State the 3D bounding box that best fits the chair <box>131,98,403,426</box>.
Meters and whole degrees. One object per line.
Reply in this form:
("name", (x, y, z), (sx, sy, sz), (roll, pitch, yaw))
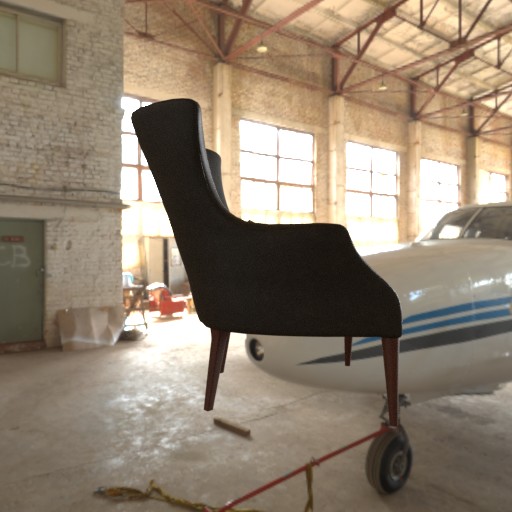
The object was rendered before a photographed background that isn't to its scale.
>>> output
("chair", (0.000, 0.000, 1.775), (0.954, 1.068, 0.819), (0, 1, 0))
